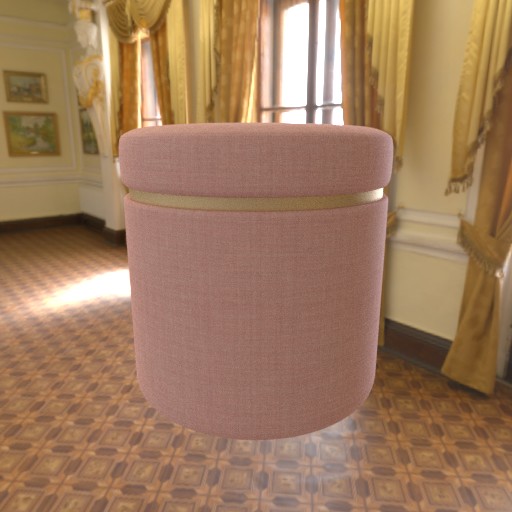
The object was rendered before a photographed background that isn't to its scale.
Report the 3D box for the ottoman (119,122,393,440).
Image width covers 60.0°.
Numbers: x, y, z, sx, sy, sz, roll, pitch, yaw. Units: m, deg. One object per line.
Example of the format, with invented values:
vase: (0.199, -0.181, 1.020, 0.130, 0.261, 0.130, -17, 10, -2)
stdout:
ottoman: (0.000, 0.000, 0.715, 0.400, 0.406, 0.400, 0, 15, 0)
